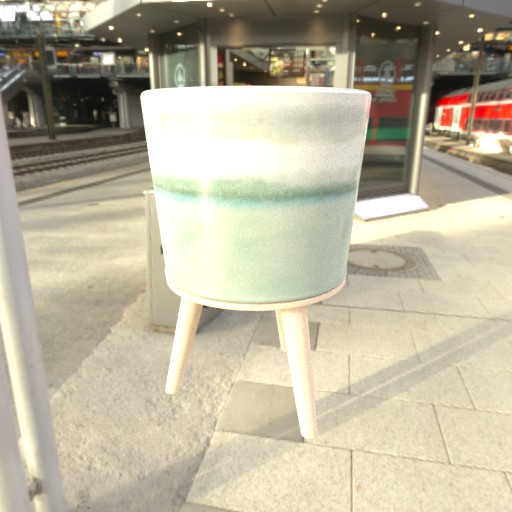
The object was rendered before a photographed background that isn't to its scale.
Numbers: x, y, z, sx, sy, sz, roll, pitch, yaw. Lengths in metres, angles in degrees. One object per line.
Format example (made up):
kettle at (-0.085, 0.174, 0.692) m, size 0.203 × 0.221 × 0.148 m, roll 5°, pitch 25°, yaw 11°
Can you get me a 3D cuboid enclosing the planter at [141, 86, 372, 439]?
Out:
planter at (0.000, 0.000, 0.583) m, size 0.265 × 0.404 × 0.265 m, roll 3°, pitch 18°, yaw 9°
